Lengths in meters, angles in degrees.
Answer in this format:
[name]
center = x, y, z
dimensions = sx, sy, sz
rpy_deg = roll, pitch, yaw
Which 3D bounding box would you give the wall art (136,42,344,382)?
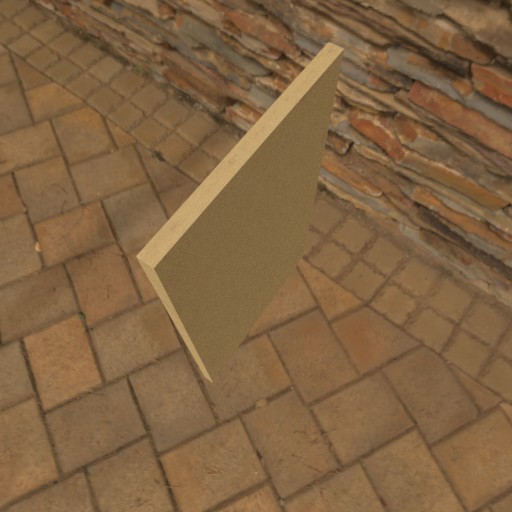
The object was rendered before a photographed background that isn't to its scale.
[wall art]
center = 0.000, 0.000, 1.043
dimensions = 0.039, 0.810, 0.510
rpy_deg = 32, 68, 14
